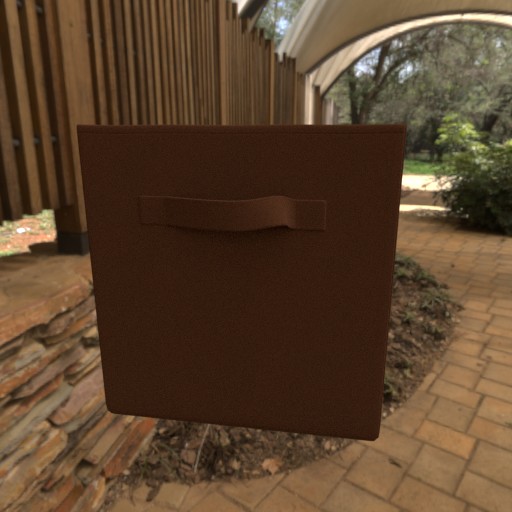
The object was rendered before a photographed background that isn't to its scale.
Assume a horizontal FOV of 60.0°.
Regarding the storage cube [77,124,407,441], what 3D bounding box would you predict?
[{"bbox_3d":[0.000,0.000,0.496,0.270,0.280,0.270,3,16,9],"label":"storage cube"}]
